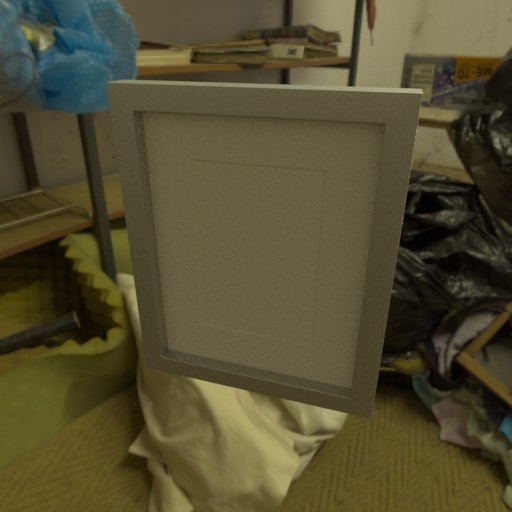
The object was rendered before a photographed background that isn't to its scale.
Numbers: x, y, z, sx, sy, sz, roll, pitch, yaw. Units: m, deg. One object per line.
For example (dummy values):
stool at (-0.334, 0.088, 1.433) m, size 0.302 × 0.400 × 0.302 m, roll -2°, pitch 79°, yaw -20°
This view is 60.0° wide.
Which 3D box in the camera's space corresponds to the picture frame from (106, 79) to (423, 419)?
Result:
picture frame at (0.000, 0.000, 0.390) m, size 0.233 × 0.282 × 0.036 m, roll 8°, pitch 28°, yaw 16°
